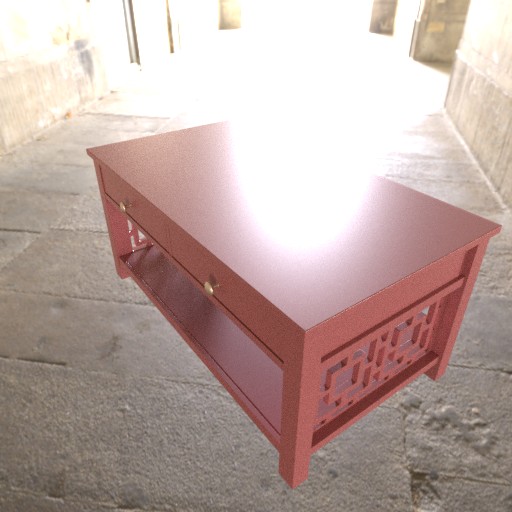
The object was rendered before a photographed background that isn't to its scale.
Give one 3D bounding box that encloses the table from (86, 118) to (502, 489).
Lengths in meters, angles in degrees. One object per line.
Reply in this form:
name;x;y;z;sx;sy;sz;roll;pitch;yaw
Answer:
table;0.000;0.000;1.355;0.612;0.493;1.068;-22;39;-30
